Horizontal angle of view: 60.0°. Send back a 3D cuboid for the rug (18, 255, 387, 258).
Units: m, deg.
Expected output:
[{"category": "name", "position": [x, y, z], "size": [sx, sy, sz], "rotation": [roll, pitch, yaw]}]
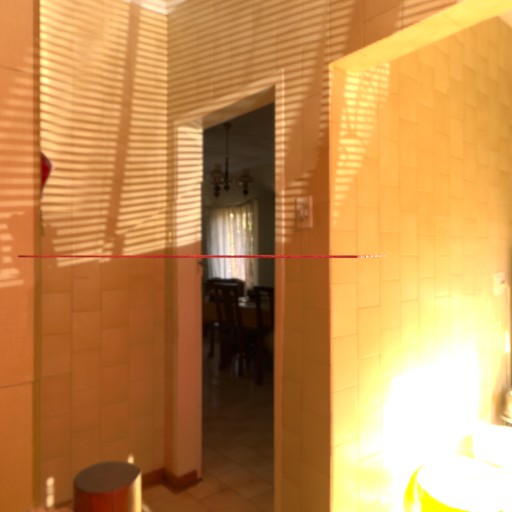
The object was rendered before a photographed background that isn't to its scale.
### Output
[{"category": "rug", "position": [0.000, 0.000, 2.277], "size": [1.223, 0.008, 1.817], "rotation": [0, 0, 19]}]
